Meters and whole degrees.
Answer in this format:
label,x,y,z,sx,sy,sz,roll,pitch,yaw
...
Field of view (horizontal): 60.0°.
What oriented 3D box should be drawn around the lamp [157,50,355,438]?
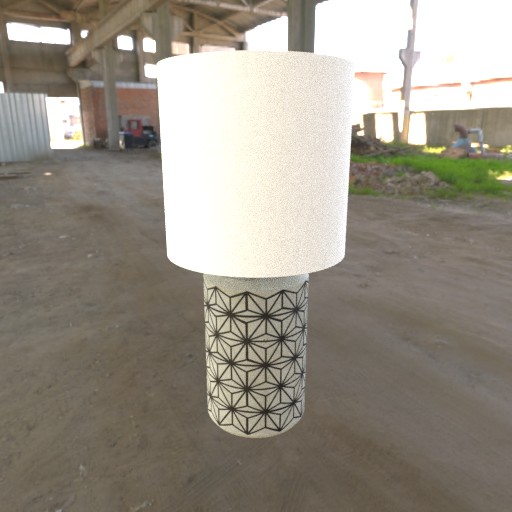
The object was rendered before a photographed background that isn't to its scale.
label,x,y,z,sx,sy,sz,roll,pitch,yaw
lamp,0.000,0.000,0.527,0.206,0.416,0.206,8,17,25
